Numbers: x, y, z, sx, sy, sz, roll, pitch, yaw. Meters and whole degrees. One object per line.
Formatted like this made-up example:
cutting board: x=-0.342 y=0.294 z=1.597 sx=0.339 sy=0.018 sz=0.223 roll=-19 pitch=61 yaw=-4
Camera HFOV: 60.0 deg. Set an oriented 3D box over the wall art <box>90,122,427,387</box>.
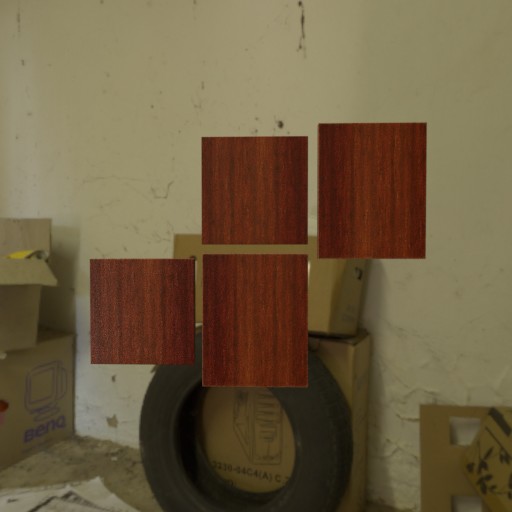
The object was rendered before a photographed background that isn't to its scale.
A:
wall art: x=0.000 y=0.000 z=0.851 sx=0.635 sy=0.497 sz=0.030 roll=0 pitch=1 yaw=2
